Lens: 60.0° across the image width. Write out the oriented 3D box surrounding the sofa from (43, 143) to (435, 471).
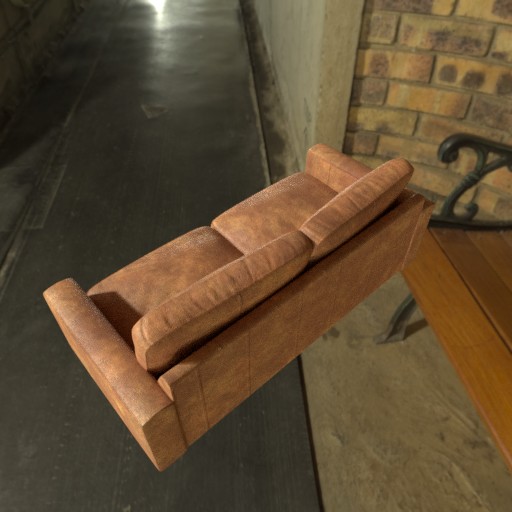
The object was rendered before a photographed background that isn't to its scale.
[{"bbox_3d":[0.000,0.000,2.662,2.179,0.873,1.016,-33,54,-28],"label":"sofa"}]
